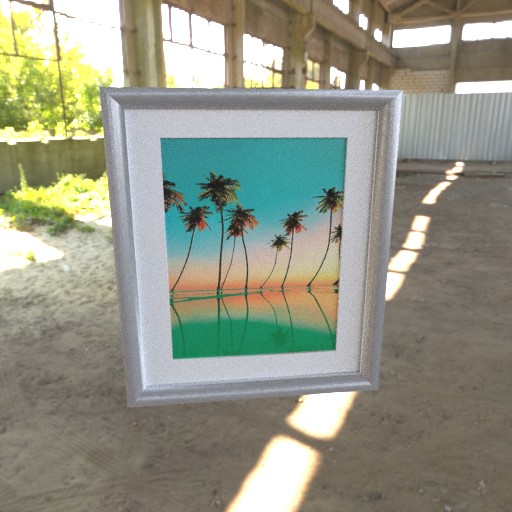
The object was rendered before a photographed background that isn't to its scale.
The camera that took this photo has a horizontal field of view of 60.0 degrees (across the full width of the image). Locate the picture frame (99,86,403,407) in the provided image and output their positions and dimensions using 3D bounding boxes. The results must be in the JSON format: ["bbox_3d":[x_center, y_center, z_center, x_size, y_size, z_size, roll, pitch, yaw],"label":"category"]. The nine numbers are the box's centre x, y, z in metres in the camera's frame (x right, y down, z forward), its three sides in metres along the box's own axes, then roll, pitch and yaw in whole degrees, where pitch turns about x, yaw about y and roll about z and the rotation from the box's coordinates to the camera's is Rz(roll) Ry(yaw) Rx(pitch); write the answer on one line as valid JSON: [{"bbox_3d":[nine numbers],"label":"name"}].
[{"bbox_3d":[0.000,0.000,0.535,0.327,0.378,0.027,-2,16,-7],"label":"picture frame"}]
